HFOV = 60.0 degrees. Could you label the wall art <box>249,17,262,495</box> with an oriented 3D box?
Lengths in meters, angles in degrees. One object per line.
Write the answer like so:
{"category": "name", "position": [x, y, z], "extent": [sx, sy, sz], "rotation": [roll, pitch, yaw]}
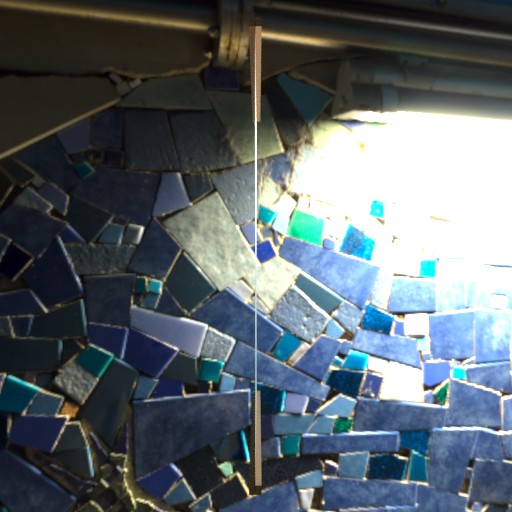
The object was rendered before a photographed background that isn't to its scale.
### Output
{"category": "wall art", "position": [0.000, 0.000, 1.281], "extent": [0.027, 1.020, 0.669], "rotation": [0, 0, 0]}
